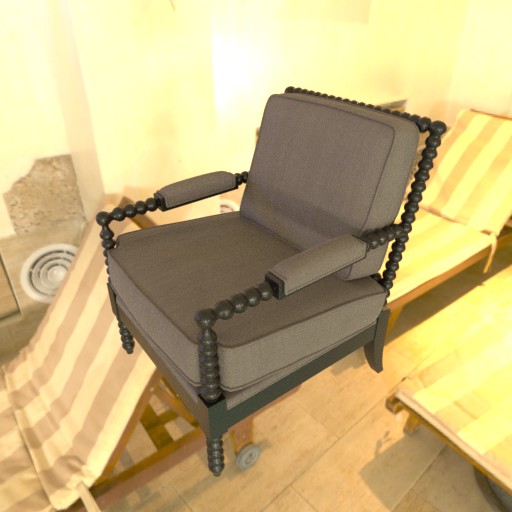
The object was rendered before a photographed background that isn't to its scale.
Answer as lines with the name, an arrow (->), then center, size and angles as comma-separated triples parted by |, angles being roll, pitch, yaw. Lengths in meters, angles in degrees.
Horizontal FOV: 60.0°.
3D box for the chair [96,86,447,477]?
chair -> 0.000, 0.000, 1.077 | 0.622, 0.661, 0.540 | -21, 37, -31
